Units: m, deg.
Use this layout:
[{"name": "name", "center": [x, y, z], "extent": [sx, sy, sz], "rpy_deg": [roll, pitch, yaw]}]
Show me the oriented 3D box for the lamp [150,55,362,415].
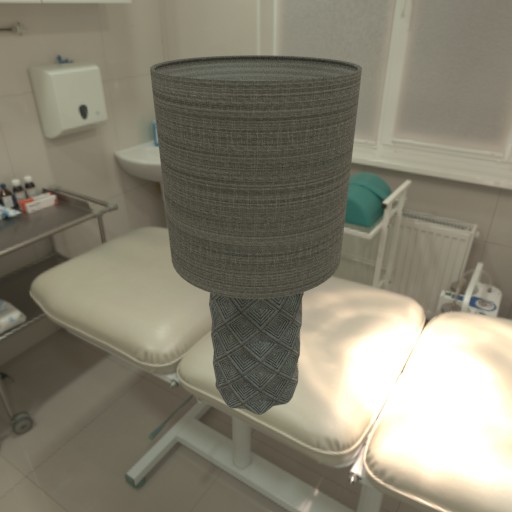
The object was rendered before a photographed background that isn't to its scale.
[{"name": "lamp", "center": [0.000, 0.000, 0.713], "extent": [0.268, 0.566, 0.269], "rpy_deg": [18, 34, 28]}]
